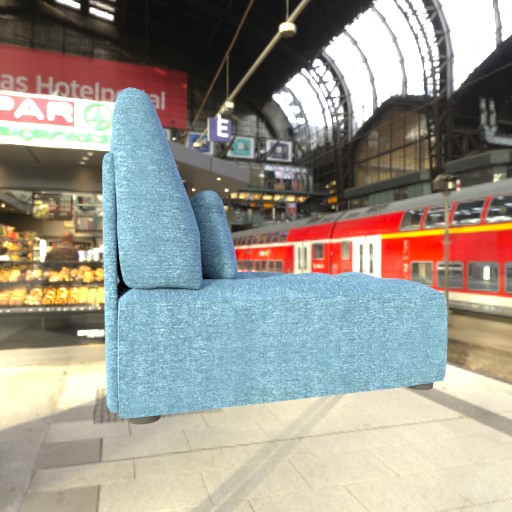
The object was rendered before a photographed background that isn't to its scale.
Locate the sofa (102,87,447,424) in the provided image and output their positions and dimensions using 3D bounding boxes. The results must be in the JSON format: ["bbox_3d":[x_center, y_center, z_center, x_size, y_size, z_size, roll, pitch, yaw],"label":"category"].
[{"bbox_3d":[0.000,0.000,1.527,1.000,0.820,0.700,0,0,-19],"label":"sofa"}]
